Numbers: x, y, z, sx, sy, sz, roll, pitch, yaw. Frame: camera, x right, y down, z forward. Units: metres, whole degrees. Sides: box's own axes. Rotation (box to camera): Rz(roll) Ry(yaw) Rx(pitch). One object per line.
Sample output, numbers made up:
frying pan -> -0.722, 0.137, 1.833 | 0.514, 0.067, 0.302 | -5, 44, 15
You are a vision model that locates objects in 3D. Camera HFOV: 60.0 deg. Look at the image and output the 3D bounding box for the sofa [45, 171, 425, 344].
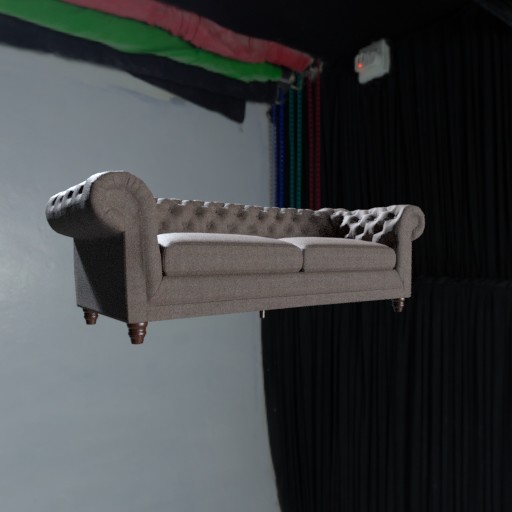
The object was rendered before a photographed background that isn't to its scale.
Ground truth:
sofa -> 0.000, 0.000, 2.872 | 2.385, 0.787, 0.944 | 0, 0, -37
